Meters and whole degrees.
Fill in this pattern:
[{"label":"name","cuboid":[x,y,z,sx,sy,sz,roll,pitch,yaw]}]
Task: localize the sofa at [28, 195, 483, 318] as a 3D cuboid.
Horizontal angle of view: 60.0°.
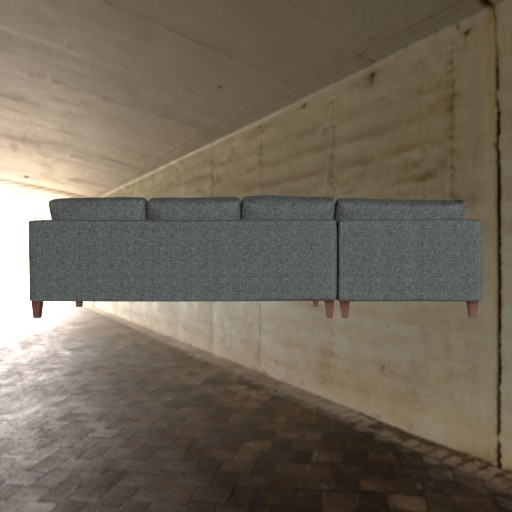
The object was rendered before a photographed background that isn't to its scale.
[{"label":"sofa","cuboid":[0.000,0.000,4.143,3.485,0.960,1.635,0,0,0]}]
